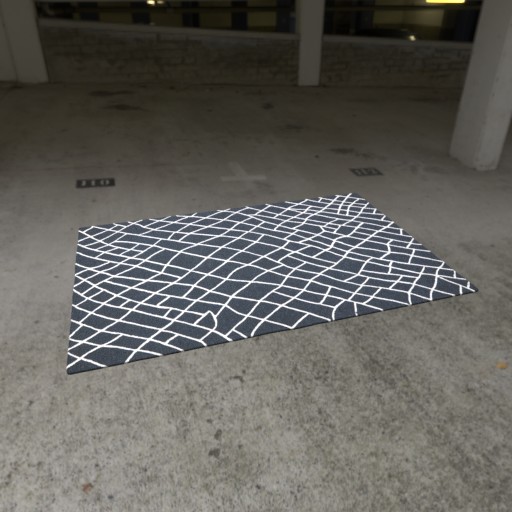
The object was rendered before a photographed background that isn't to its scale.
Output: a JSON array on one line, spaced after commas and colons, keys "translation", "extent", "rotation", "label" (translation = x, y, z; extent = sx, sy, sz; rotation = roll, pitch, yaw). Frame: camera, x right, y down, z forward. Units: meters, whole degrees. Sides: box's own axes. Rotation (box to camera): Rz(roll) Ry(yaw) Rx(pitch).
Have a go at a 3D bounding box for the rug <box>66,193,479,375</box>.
[{"translation": [0.000, 0.000, 2.355], "extent": [1.830, 0.013, 1.223], "rotation": [-9, 32, -14], "label": "rug"}]
